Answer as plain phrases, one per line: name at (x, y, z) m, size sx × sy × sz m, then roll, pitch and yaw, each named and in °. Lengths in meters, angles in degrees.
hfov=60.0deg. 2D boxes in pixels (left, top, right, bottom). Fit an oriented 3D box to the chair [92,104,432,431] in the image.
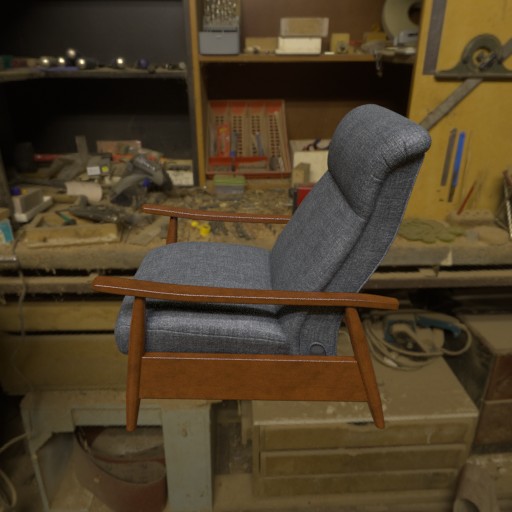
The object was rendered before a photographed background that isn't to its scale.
chair at (0.000, 0.000, 1.743) m, size 1.030 × 1.082 × 0.762 m, roll 0°, pitch 26°, yaw -1°
